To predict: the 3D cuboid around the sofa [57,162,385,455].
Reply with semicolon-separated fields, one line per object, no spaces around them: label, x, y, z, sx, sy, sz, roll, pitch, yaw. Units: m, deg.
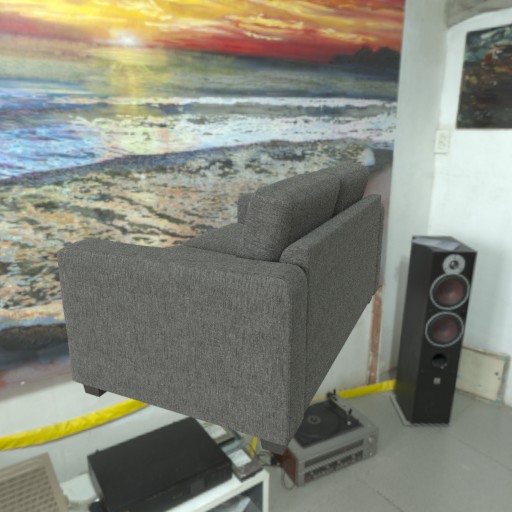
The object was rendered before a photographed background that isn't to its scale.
sofa;0.000;0.000;2.028;0.900;0.800;1.520;7;17;24
